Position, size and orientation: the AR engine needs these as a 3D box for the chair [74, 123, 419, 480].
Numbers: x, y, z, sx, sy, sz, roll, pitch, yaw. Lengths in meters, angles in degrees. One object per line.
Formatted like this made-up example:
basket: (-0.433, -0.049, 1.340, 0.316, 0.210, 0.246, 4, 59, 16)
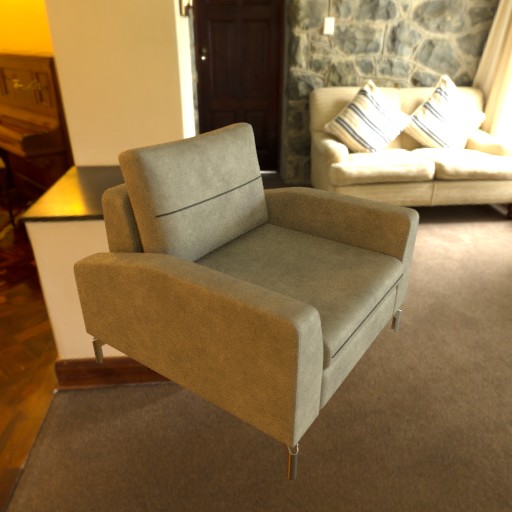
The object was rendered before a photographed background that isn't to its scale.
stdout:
chair: (0.000, 0.000, 1.590, 0.900, 0.800, 0.900, 18, 32, 31)
